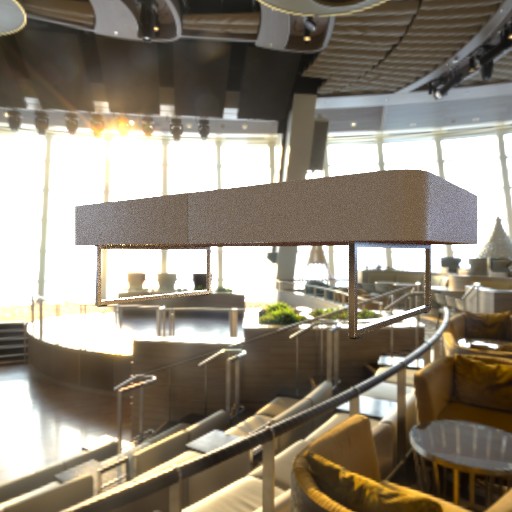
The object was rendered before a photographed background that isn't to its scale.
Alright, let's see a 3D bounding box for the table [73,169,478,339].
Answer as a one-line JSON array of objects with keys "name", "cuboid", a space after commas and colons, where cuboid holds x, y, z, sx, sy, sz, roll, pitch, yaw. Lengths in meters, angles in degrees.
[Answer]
[{"name": "table", "cuboid": [0.000, 0.000, 1.415, 1.200, 0.340, 0.600, 0, 1, 37]}]
